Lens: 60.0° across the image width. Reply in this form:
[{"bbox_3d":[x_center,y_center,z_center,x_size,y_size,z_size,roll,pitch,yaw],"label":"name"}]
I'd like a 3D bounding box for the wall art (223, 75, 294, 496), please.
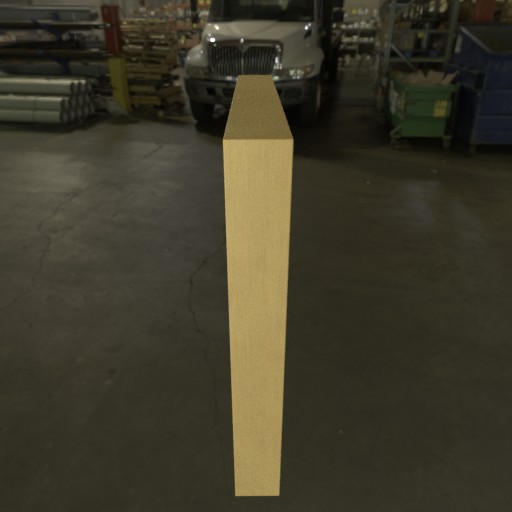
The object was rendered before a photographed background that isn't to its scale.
[{"bbox_3d":[0.000,0.000,0.443,0.038,0.305,0.305,0,28,0],"label":"wall art"}]
